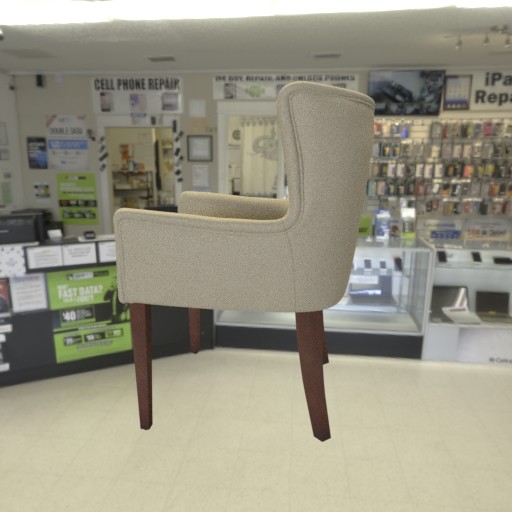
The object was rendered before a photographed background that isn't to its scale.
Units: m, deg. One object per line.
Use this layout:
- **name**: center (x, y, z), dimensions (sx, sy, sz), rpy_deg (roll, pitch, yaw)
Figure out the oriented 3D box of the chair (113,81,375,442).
- **chair**: center (0.000, 0.000, 1.413), dimensions (0.686, 0.952, 0.660), rpy_deg (2, 13, 8)
